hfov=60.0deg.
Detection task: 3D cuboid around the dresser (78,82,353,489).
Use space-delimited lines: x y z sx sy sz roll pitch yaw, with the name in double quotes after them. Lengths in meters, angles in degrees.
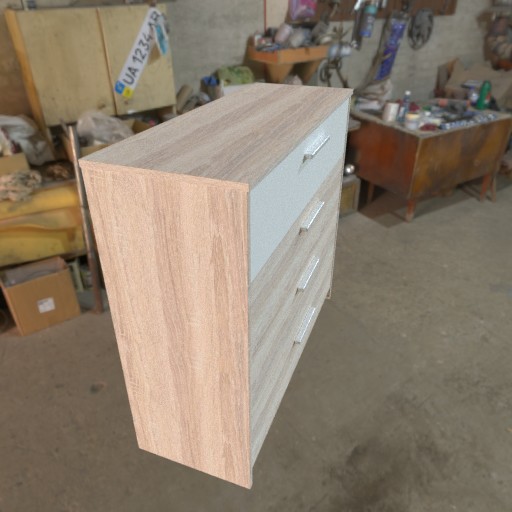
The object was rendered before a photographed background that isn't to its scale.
0.000 0.000 1.444 0.380 0.900 0.980 11 32 18 "dresser"
